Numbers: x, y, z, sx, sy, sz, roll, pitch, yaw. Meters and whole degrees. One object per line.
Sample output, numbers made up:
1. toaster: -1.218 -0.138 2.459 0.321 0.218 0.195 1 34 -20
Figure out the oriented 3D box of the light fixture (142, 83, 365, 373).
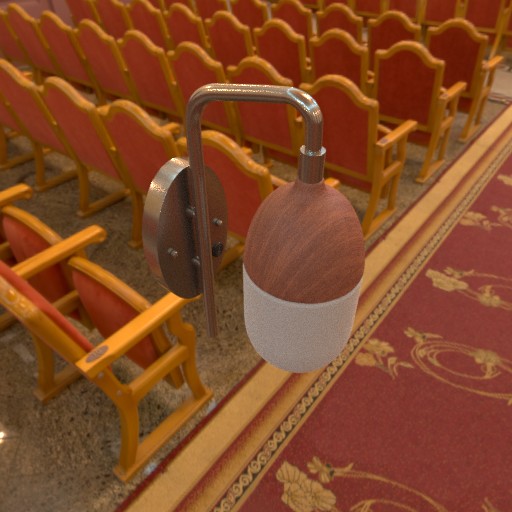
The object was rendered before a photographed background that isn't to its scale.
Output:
1. light fixture: 0.000 0.000 0.437 0.216 0.343 0.108 27 47 29
